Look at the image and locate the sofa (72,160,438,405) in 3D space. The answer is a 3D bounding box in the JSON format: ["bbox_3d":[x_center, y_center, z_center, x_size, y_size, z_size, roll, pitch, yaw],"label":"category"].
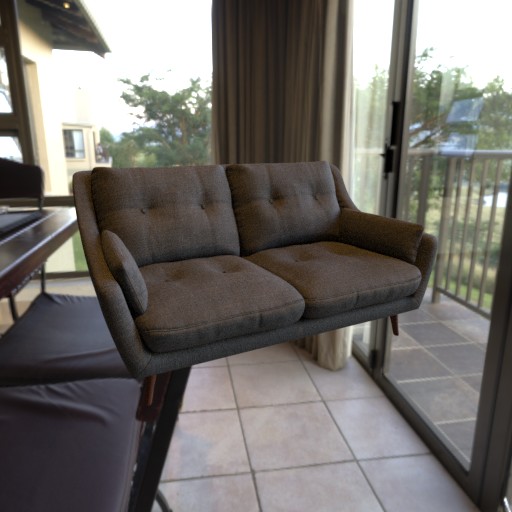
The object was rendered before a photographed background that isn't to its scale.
[{"bbox_3d":[0.000,0.000,2.236,1.646,0.887,0.976,-8,17,-27],"label":"sofa"}]
